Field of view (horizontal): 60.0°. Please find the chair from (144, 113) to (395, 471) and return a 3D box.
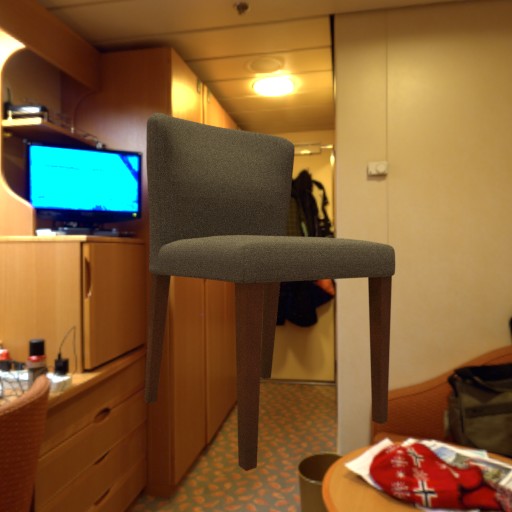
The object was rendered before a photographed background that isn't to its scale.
[{"bbox_3d":[0.000,0.000,1.207,0.491,0.839,0.589,0,0,-36],"label":"chair"}]
